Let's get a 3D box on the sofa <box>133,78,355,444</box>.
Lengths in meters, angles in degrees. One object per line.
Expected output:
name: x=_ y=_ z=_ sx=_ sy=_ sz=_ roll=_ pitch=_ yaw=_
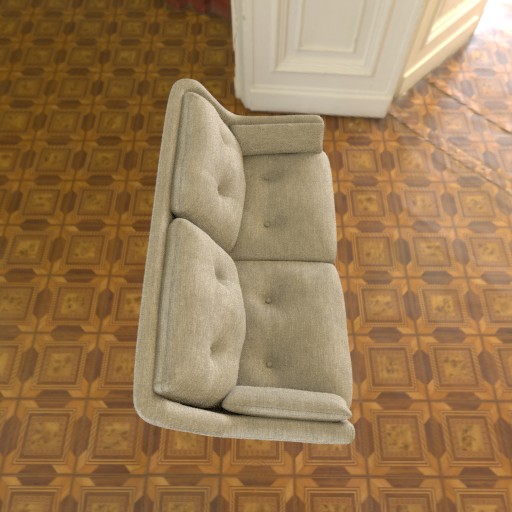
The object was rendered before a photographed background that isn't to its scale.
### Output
sofa: x=0.000 y=0.000 z=2.441 sx=0.976 sy=0.897 sz=1.930 roll=0 pitch=62 yaw=0
